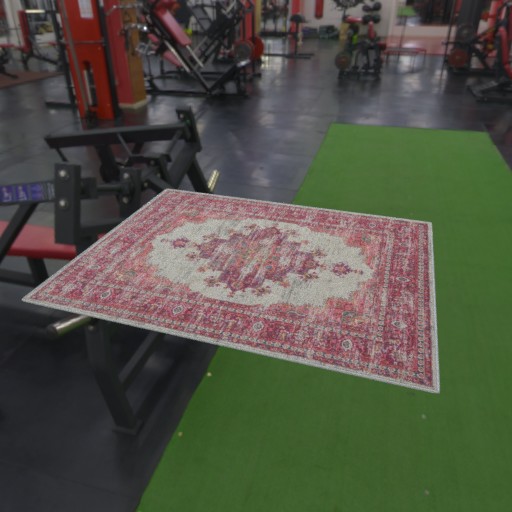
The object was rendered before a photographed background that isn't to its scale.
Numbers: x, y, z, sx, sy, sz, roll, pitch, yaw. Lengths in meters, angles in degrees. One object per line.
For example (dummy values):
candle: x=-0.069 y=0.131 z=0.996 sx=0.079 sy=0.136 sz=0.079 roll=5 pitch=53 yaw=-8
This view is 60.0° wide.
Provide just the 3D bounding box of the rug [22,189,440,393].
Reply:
rug: x=0.000 y=0.000 z=4.090 sx=3.123 sy=0.017 sz=2.447 roll=9 pitch=32 yaw=15
